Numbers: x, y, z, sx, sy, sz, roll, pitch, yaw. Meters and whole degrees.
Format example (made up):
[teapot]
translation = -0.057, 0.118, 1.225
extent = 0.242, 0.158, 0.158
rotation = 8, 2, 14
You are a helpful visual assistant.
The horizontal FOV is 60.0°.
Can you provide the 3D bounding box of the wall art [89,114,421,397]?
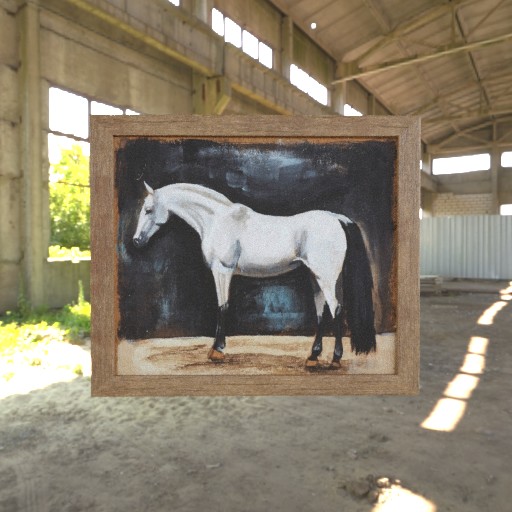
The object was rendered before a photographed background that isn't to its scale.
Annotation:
[wall art]
translation = 0.000, 0.000, 0.938
extent = 0.690, 0.588, 0.026
rotation = 0, 1, -1
